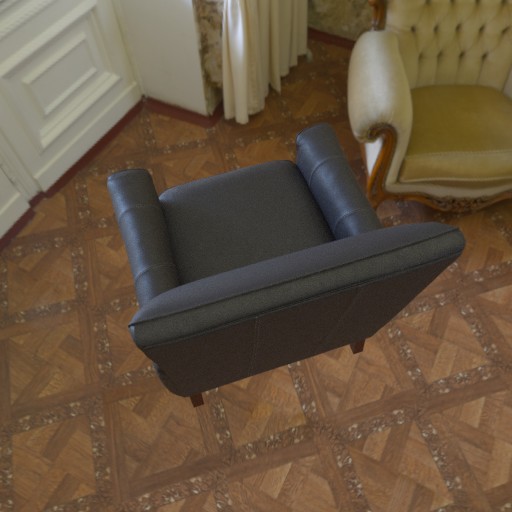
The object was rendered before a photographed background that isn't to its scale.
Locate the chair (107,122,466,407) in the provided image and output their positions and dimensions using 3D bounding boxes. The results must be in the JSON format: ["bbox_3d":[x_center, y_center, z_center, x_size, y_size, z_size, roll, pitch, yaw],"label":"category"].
[{"bbox_3d":[0.000,0.000,1.579,0.870,0.943,0.825,-16,60,-9],"label":"chair"}]
